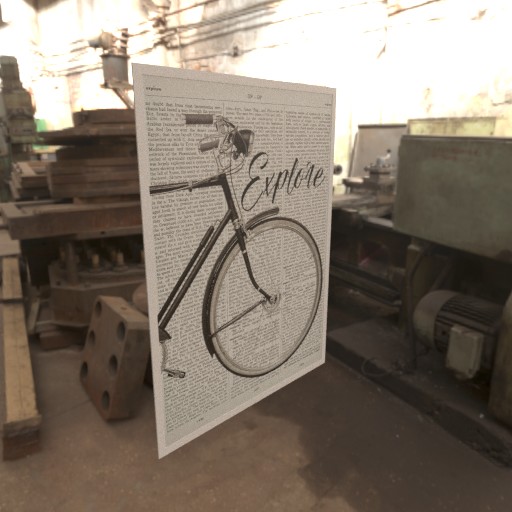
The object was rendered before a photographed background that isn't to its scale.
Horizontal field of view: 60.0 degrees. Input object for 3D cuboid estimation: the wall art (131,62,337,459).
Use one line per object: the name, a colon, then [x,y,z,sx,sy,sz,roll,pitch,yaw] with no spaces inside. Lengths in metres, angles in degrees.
wall art: [0.000,0.000,0.811,0.003,0.610,0.457,15,21,43]
